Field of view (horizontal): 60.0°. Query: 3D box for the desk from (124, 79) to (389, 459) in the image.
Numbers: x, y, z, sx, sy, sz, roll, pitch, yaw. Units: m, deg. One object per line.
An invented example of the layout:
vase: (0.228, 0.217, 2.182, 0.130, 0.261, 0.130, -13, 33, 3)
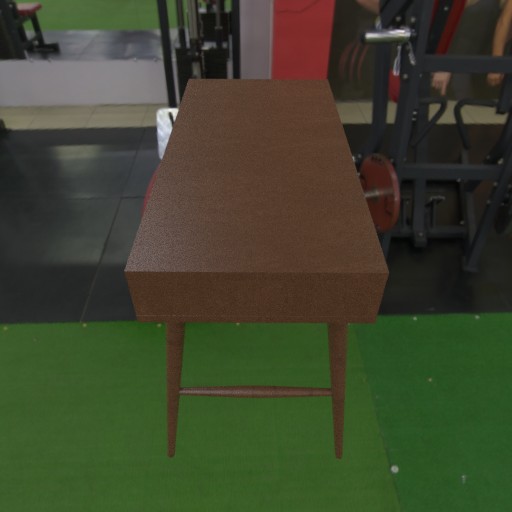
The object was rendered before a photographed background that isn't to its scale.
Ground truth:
desk: (0.000, 0.000, 1.391, 0.510, 0.758, 0.949, 0, 41, 0)
